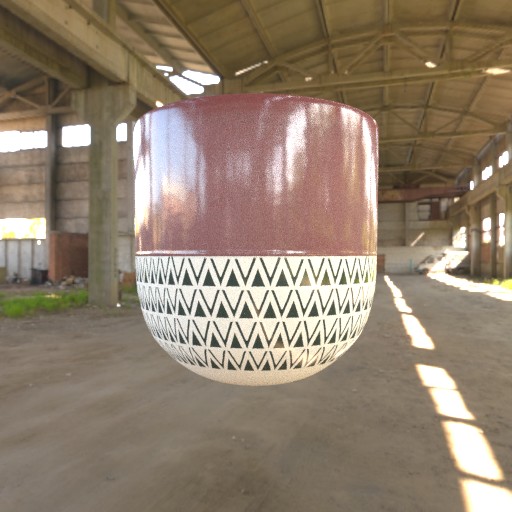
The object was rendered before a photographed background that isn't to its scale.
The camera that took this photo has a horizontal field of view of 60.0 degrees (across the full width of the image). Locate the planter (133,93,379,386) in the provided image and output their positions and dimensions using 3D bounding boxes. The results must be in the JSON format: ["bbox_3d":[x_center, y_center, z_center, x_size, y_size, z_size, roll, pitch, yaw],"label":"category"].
[{"bbox_3d":[0.000,0.000,0.499,0.266,0.270,0.266,0,0,0],"label":"planter"}]
